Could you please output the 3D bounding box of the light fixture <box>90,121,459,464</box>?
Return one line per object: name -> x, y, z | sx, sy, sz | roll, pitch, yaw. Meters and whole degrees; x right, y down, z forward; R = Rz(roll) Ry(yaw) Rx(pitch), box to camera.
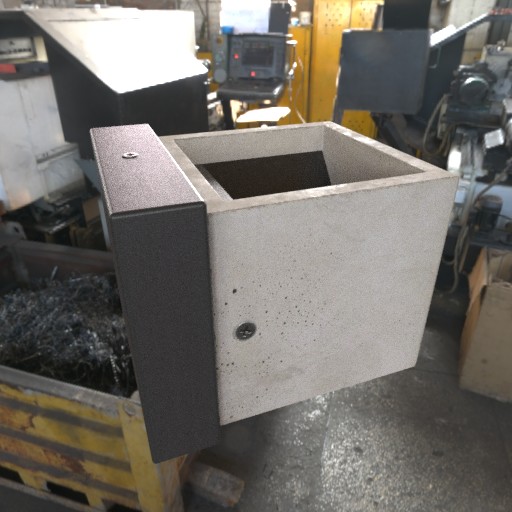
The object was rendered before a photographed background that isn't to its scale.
light fixture -> 0.000, 0.000, 0.237 | 0.143, 0.121, 0.121 | -11, 31, -18
